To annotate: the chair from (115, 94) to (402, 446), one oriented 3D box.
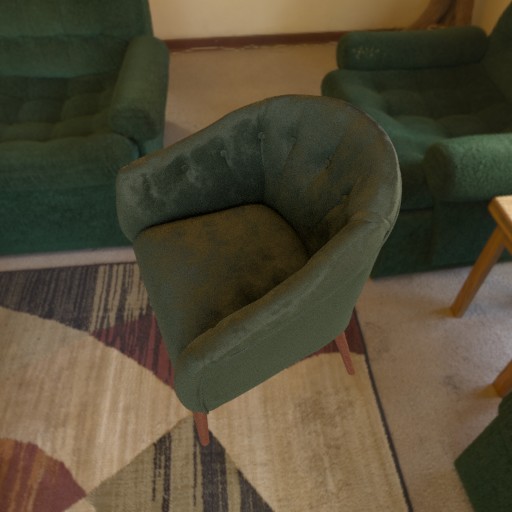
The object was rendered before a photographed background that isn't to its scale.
[{"bbox_3d":[0.000,0.000,1.491,0.776,0.885,0.851,-18,50,-16],"label":"chair"}]
